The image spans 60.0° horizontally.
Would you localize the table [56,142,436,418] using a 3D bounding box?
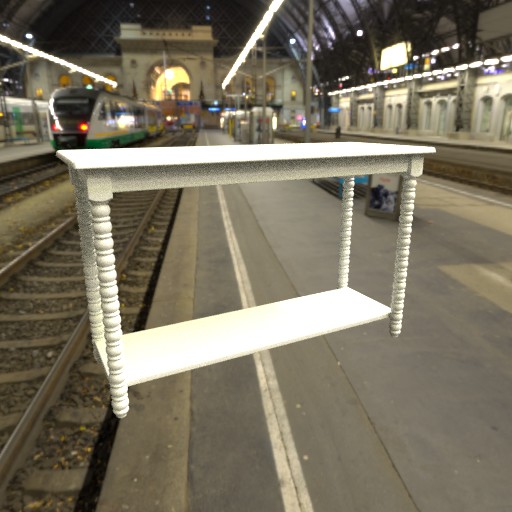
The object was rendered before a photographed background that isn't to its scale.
[{"bbox_3d":[0.000,0.000,1.571,1.184,0.740,0.459,-9,19,-27],"label":"table"}]
